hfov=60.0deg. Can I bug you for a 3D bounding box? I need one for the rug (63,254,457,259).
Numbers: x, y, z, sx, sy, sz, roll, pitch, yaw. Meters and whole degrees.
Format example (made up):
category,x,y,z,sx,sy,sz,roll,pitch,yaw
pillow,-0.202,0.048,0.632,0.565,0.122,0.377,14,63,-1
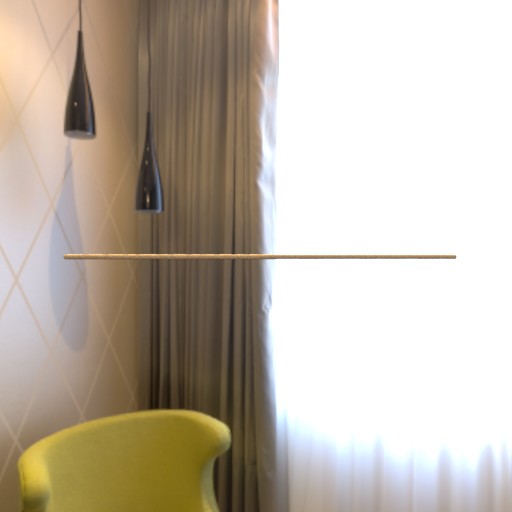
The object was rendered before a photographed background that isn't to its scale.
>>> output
category,x,y,z,sx,sy,sz,roll,pitch,yaw
rug,0.000,0.000,2.283,1.222,0.015,1.828,0,0,-1
